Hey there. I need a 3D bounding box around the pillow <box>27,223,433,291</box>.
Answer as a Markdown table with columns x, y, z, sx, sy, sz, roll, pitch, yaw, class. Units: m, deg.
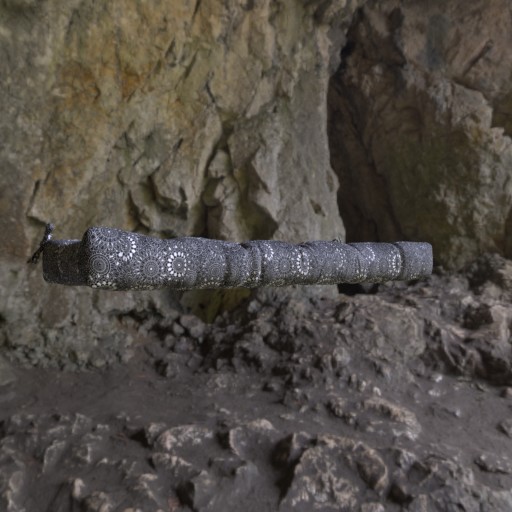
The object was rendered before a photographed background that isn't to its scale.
| x | y | z | sx | sy | sz | roll | pitch | yaw | class |
| --- | --- | --- | --- | --- | --- | --- | --- | --- | --- |
| 0.000 | 0.000 | 1.346 | 1.194 | 0.174 | 0.511 | 1 | -1 | -36 | pillow |
